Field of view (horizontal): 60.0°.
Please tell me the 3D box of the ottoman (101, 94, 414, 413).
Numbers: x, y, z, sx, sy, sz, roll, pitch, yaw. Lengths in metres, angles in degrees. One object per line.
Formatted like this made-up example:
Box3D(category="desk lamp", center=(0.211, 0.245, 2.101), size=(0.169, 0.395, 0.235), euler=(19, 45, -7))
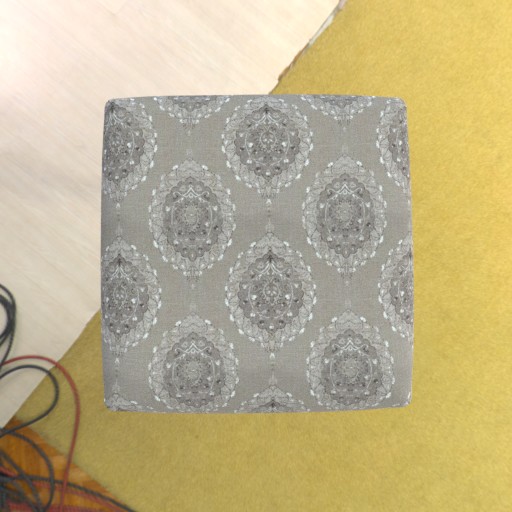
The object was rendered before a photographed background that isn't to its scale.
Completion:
Box3D(category="ottoman", center=(0.000, 0.000, 0.888), size=(0.497, 0.473, 0.507), euler=(0, 88, -1))
